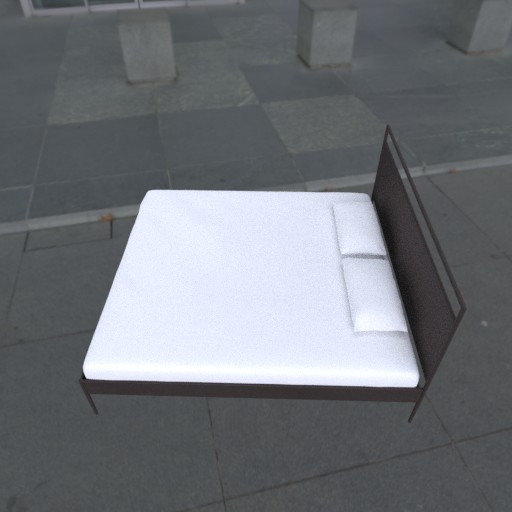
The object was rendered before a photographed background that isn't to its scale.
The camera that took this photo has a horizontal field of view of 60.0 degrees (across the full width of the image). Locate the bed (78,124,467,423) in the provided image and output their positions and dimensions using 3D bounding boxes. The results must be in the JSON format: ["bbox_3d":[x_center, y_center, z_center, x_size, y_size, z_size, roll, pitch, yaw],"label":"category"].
[{"bbox_3d":[0.000,0.000,3.339,2.151,1.173,1.993,1,42,1],"label":"bed"}]
